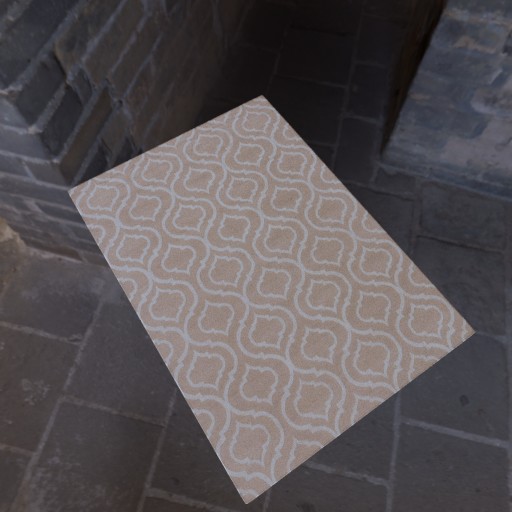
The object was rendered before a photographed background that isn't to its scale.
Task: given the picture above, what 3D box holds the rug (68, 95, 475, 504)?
[{"bbox_3d":[0.000,0.000,2.670,1.524,0.010,2.134,-31,68,-14],"label":"rug"}]
